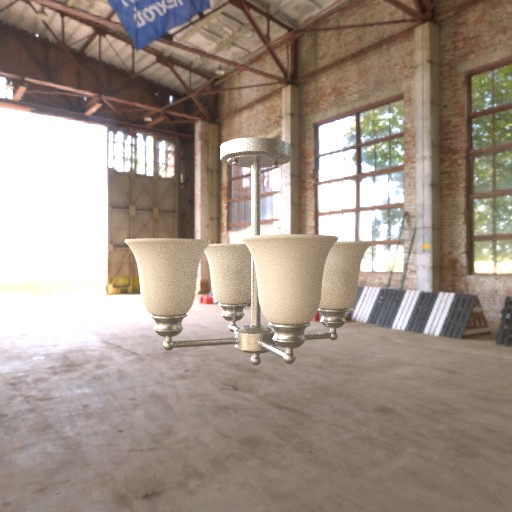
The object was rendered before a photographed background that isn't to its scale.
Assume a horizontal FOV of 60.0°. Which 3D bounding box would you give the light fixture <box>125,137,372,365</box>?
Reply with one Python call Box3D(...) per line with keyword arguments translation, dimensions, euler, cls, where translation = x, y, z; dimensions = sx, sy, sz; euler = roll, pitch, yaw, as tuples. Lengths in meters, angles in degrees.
Box3D(translation=(0.000, 0.000, 0.753), dimensions=(0.427, 0.370, 0.427), euler=(0, -1, -18), cls="light fixture")
